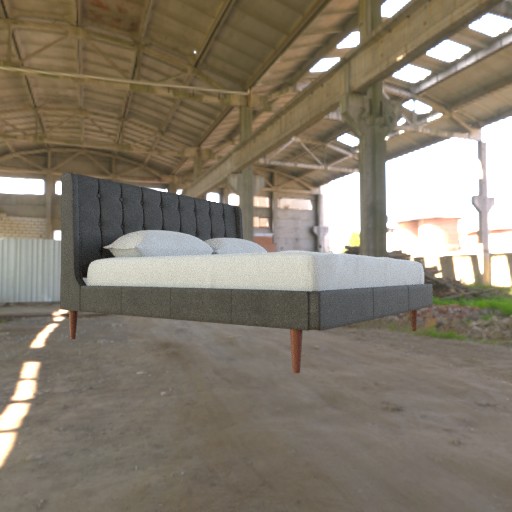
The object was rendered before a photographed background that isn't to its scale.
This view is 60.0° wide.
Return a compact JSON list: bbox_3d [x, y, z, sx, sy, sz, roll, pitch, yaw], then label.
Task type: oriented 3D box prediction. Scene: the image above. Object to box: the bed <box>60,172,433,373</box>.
[{"bbox_3d":[0.000,0.000,2.640,1.638,0.933,1.531,-2,-3,36],"label":"bed"}]
